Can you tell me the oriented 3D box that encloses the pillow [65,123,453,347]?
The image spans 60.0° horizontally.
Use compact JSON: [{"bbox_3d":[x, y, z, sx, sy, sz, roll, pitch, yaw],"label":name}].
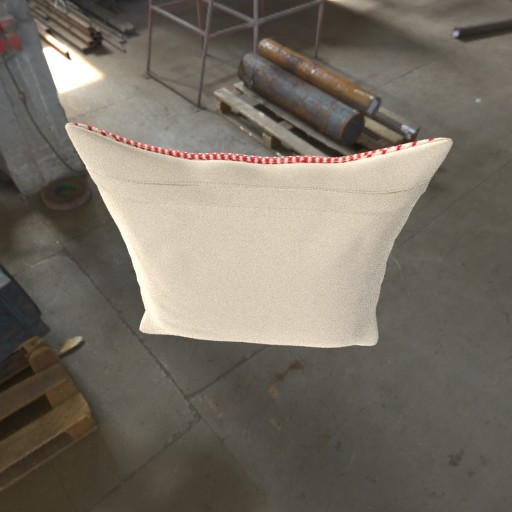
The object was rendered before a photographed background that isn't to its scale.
[{"bbox_3d":[0.000,0.000,0.698,0.463,0.454,0.160,3,48,3],"label":"pillow"}]
